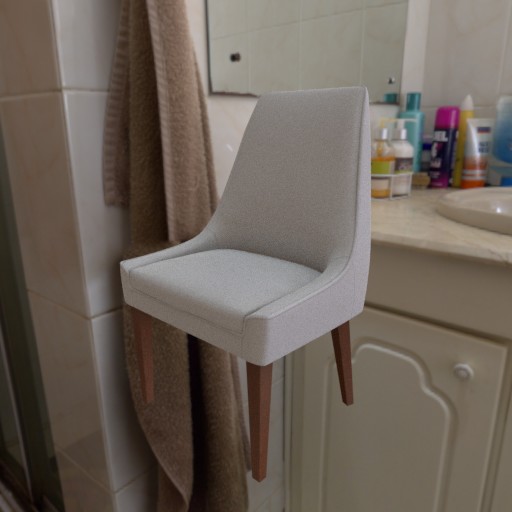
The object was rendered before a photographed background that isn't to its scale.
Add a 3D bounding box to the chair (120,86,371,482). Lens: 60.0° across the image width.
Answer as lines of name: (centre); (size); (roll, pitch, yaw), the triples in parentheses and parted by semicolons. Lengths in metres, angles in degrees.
chair: (0.000, 0.000, 1.182); (0.529, 0.861, 0.544); (14, 22, 41)
